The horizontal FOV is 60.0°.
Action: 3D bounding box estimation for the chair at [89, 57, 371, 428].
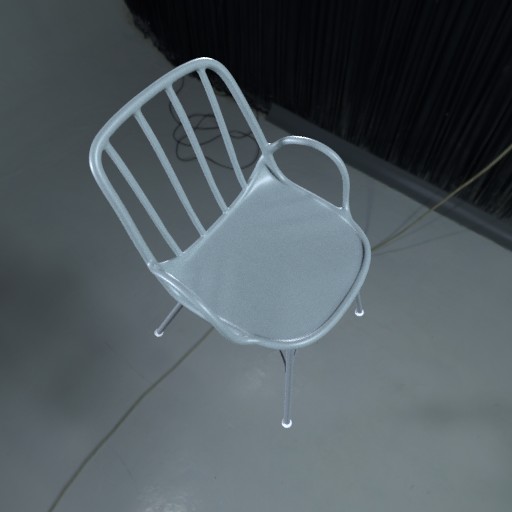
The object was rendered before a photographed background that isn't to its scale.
[{"bbox_3d":[0.000,0.000,1.208,0.597,0.816,0.549,32,63,18],"label":"chair"}]
